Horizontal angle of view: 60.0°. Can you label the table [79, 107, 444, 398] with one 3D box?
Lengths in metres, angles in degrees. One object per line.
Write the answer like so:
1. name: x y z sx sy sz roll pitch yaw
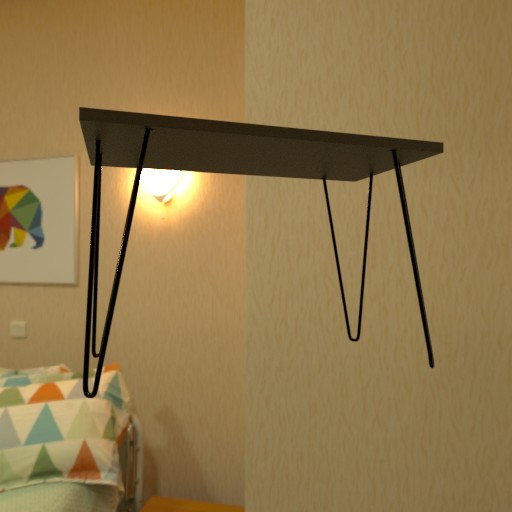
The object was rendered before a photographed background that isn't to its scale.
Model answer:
1. table: 0.000 0.000 1.378 0.991 0.660 0.499 0 -1 -18
